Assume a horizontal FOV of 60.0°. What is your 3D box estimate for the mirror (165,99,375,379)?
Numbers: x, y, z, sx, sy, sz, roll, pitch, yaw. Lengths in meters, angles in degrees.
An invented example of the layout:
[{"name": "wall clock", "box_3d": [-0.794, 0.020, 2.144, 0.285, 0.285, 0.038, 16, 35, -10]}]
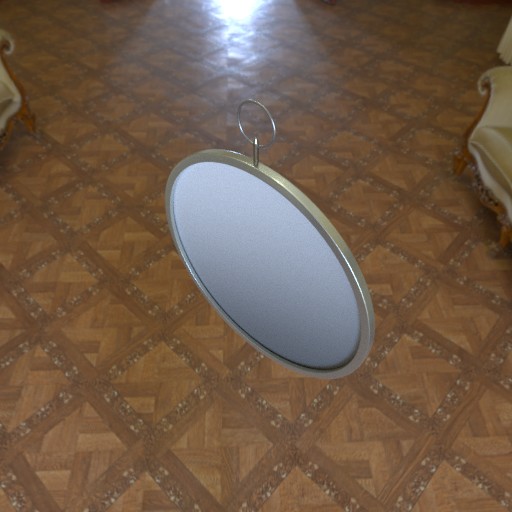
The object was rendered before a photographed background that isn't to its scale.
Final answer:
[{"name": "mirror", "box_3d": [0.000, 0.000, 0.961, 0.594, 0.713, 0.020, 33, 55, 27]}]
